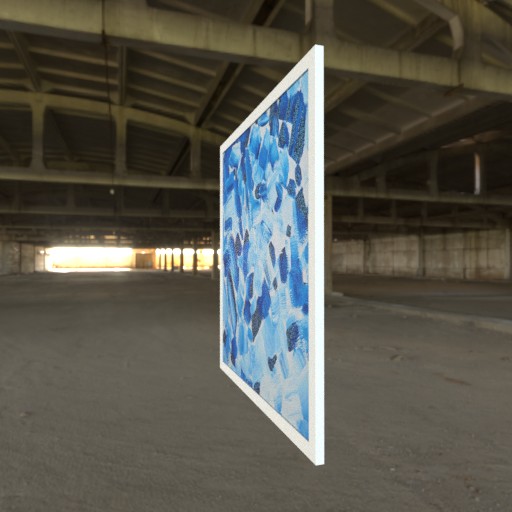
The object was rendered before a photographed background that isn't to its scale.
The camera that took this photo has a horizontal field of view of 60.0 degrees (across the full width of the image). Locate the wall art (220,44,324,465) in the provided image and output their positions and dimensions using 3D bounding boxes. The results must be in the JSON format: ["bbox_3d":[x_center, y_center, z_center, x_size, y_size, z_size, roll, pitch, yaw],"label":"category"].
[{"bbox_3d":[0.000,0.000,1.012,0.015,0.660,0.660,0,-1,-18],"label":"wall art"}]
